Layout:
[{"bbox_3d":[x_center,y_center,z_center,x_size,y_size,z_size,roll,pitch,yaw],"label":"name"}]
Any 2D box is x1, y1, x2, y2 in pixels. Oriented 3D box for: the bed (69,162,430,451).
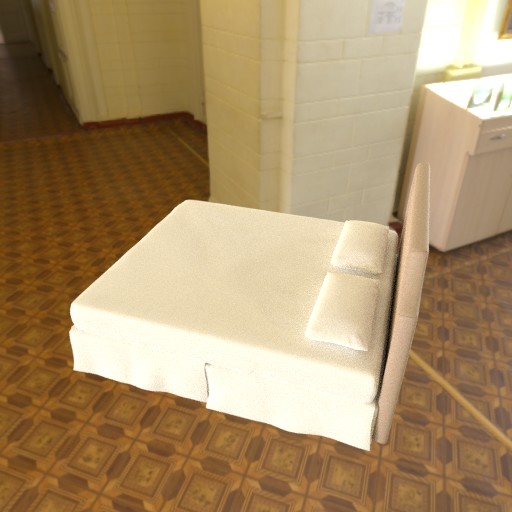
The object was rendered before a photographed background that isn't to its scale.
[{"bbox_3d":[0.000,0.000,4.141,2.773,1.590,2.350,10,34,16],"label":"bed"}]
